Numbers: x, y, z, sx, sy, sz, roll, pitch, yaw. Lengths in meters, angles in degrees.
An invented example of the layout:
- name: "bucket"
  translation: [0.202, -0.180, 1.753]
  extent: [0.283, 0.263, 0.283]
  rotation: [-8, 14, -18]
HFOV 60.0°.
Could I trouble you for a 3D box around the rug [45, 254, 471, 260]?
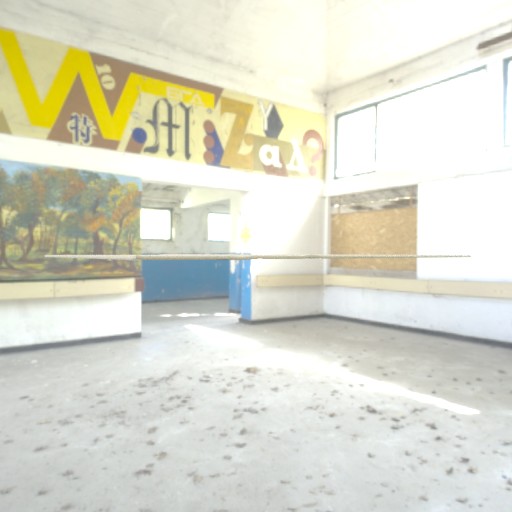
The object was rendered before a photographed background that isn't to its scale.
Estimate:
- name: "rug"
  translation: [0.000, 0.000, 4.719]
  extent: [3.659, 0.037, 2.734]
  rotation: [0, 0, -36]
